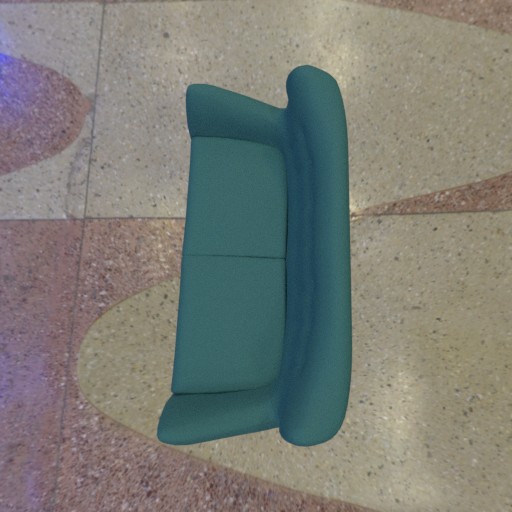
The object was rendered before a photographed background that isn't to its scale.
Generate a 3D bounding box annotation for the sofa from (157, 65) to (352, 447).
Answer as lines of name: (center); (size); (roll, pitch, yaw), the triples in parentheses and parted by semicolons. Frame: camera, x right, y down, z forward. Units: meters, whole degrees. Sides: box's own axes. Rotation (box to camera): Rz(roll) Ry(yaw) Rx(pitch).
sofa: (0.000, 0.000, 2.451); (0.889, 0.890, 1.930); (2, 75, 1)
